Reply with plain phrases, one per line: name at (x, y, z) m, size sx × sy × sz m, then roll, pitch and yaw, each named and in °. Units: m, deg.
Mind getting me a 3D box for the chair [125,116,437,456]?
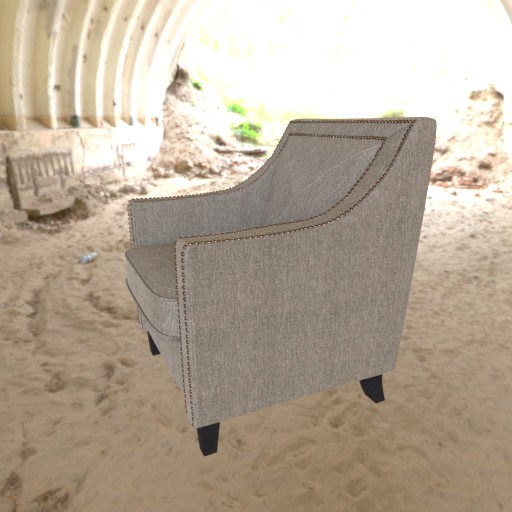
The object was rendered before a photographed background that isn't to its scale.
chair at (0.000, 0.000, 1.615) m, size 0.884 × 0.967 × 0.776 m, roll -8°, pitch 18°, yaw -24°
